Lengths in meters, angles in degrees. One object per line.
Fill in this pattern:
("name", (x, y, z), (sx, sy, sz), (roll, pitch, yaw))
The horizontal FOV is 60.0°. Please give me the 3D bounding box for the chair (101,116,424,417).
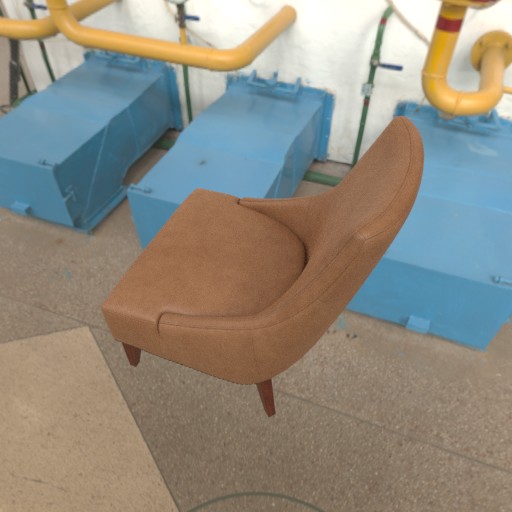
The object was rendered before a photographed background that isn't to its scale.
("chair", (0.000, 0.000, 1.492), (0.861, 0.909, 0.701), (16, 48, 15))
